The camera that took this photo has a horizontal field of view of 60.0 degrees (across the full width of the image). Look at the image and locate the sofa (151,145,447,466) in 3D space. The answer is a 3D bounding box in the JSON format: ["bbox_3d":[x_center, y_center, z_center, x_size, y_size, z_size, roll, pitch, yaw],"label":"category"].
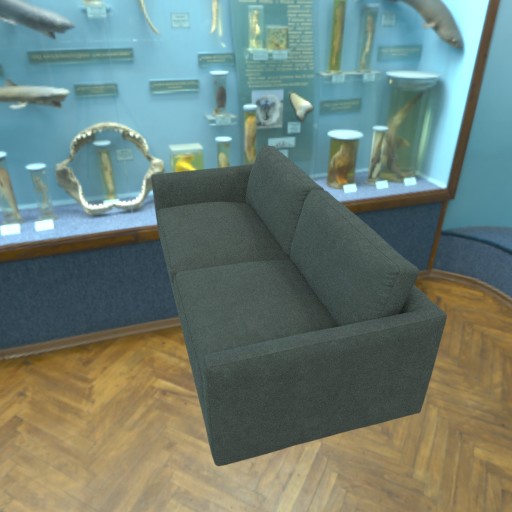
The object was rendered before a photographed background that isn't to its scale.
[{"bbox_3d":[0.000,0.000,2.823,1.092,0.838,2.257,-8,31,-14],"label":"sofa"}]
